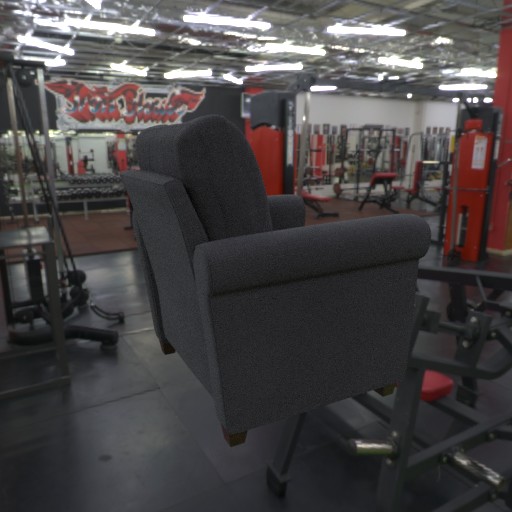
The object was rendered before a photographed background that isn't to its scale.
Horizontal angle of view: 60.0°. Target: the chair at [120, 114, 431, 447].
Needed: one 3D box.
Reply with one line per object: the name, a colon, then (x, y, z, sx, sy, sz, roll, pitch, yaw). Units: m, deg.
chair: (0.000, 0.000, 1.627, 0.828, 0.942, 0.867, -7, 15, -27)
